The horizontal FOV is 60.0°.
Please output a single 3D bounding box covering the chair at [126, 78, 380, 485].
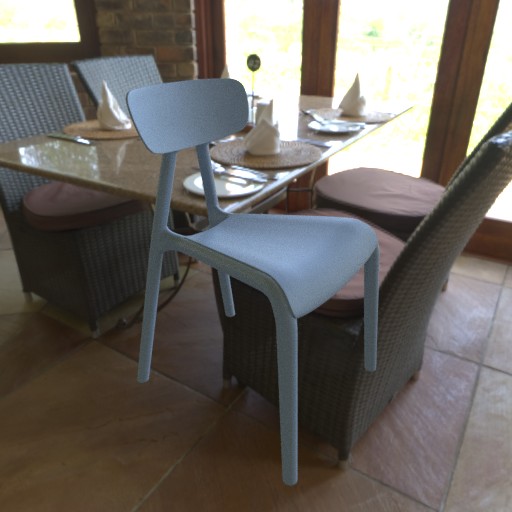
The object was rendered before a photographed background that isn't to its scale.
[{"bbox_3d":[0.000,0.000,0.817,0.401,0.580,0.356,18,32,31],"label":"chair"}]
